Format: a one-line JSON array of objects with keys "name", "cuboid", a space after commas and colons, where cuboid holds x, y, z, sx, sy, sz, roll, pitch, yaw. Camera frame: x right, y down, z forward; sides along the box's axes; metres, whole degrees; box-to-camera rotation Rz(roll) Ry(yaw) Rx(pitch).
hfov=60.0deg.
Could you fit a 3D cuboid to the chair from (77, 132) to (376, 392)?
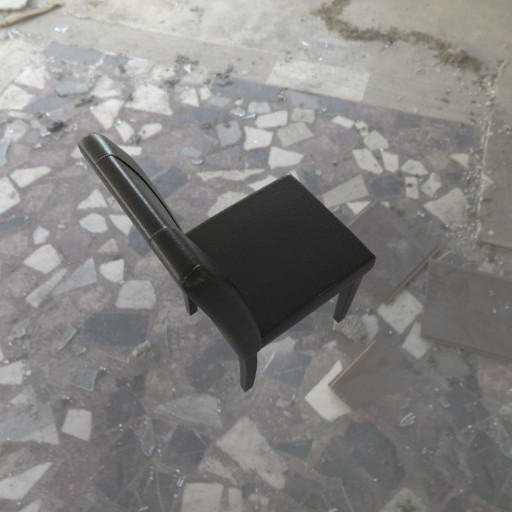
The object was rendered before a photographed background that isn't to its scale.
[{"name": "chair", "cuboid": [0.000, 0.000, 1.197, 0.556, 0.897, 0.399, -32, 64, -18]}]
